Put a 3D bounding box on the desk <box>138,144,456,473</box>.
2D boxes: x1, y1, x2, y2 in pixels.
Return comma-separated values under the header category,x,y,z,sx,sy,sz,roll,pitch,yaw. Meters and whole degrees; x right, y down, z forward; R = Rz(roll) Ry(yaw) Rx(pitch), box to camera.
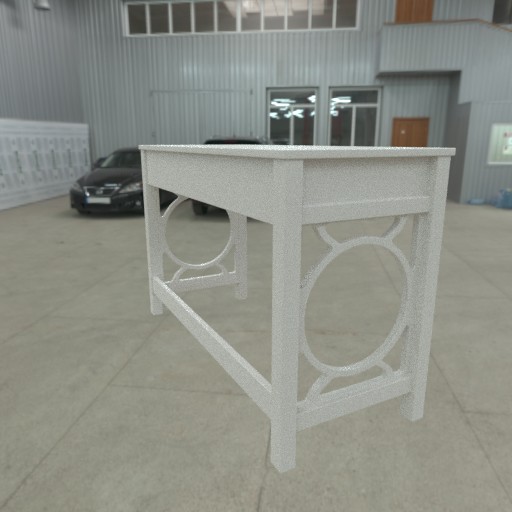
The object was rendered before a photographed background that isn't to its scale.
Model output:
category,x,y,z,sx,sy,sz,roll,pitch,yaw
desk,0.000,0.000,1.584,0.504,0.762,1.191,-8,16,-27
